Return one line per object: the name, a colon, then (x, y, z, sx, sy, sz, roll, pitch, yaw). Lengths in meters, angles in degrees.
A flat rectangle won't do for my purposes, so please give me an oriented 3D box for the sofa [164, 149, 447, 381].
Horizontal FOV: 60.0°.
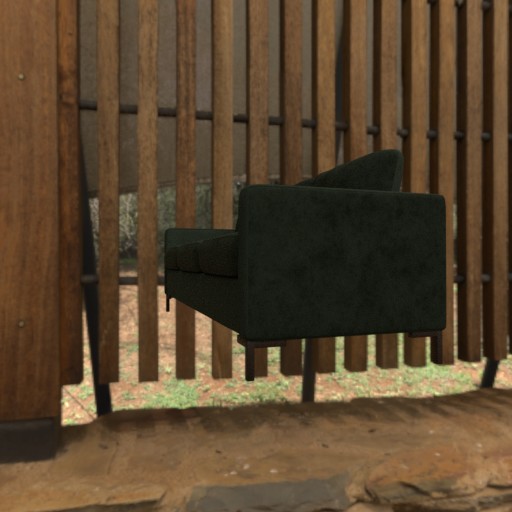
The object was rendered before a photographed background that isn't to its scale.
sofa: (0.000, 0.000, 2.651, 0.859, 0.870, 2.218, 0, -1, -19)
